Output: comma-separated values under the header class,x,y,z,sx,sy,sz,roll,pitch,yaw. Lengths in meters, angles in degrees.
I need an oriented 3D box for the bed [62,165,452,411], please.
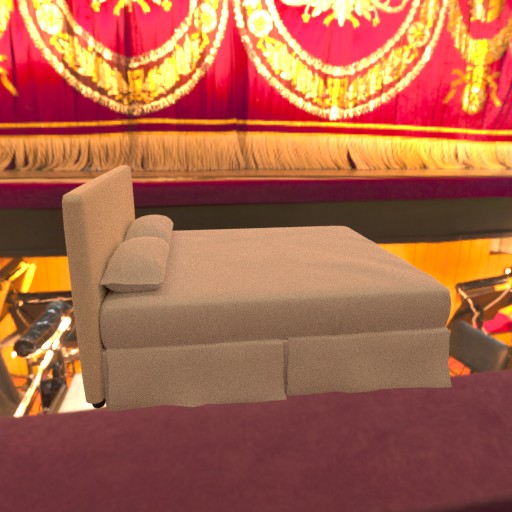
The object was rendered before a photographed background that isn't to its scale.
class,x,y,z,sx,sy,sz,roll,pitch,yaw
bed,0.000,0.000,3.538,2.341,1.317,2.119,-2,16,-8
